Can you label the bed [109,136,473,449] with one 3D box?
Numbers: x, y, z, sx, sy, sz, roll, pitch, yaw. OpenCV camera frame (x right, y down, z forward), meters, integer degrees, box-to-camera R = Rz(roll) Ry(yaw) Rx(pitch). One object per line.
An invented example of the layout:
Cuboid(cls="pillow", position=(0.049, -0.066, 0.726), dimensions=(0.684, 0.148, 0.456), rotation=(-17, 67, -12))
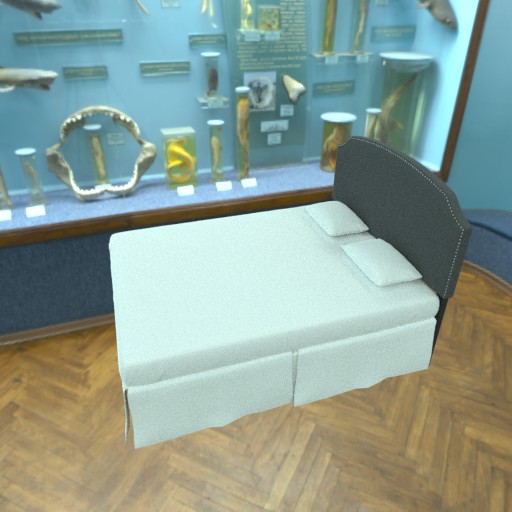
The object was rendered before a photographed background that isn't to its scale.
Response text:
Cuboid(cls="bed", position=(0.000, 0.000, 2.994), dimensions=(1.999, 1.270, 1.558), rotation=(-10, 33, -15))
